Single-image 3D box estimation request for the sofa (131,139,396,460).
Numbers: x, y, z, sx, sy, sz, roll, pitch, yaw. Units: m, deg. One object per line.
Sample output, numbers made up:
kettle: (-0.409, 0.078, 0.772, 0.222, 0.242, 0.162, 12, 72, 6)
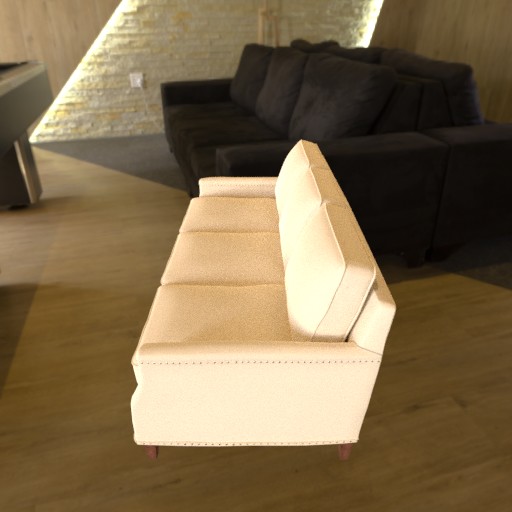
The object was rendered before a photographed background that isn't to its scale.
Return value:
sofa: (0.000, 0.000, 2.770, 1.084, 1.003, 2.246, 0, 28, 0)
